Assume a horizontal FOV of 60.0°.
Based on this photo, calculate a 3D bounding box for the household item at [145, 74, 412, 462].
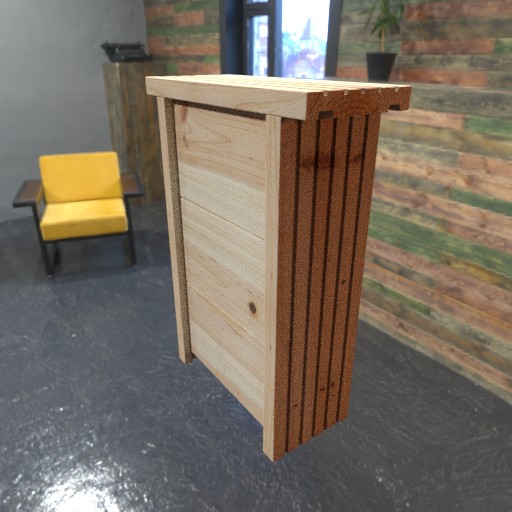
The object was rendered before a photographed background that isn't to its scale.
[{"bbox_3d":[0.000,0.000,0.552,0.123,0.407,0.301,-16,29,-32],"label":"household item"}]
